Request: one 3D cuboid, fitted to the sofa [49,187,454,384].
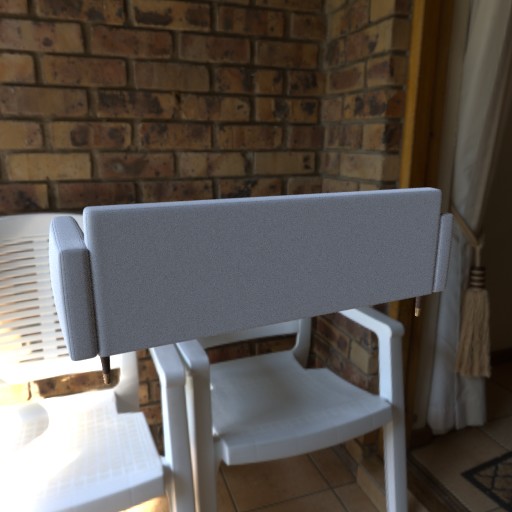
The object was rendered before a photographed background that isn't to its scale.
[{"bbox_3d":[0.000,0.000,2.715,2.291,0.821,0.990,-7,16,-25],"label":"sofa"}]
